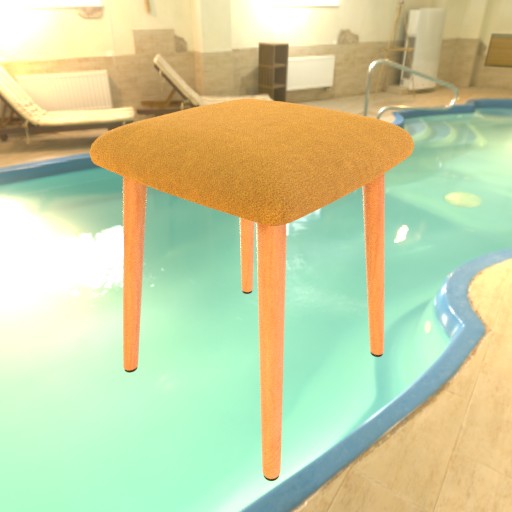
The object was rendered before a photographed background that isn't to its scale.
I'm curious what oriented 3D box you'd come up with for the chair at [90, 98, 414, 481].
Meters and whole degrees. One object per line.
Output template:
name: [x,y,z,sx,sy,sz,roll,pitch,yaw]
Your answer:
chair: [0.000,0.000,0.707,0.350,0.440,0.350,23,37,34]
